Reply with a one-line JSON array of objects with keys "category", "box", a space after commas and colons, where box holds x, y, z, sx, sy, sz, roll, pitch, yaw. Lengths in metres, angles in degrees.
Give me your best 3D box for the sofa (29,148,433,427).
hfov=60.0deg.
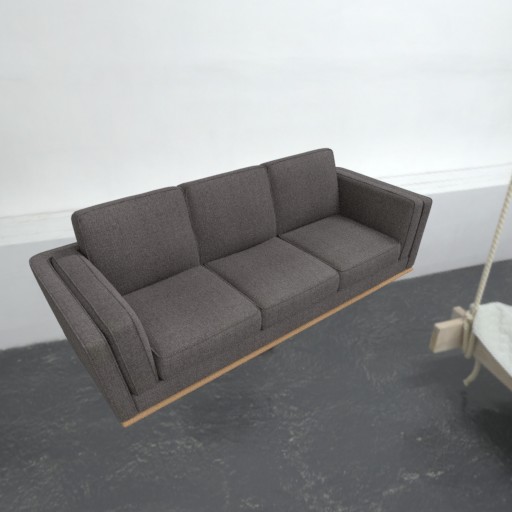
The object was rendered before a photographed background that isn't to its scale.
[{"category": "sofa", "box": [0.000, 0.000, 2.738, 2.362, 0.899, 0.903, -22, 37, -32]}]
